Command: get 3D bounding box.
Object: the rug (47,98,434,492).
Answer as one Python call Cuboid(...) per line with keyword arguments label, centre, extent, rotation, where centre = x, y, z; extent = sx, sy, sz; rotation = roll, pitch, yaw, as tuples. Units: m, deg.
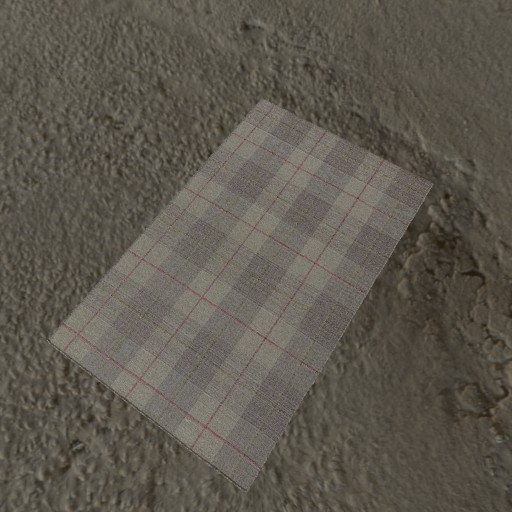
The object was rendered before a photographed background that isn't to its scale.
Cuboid(label="rug", centre=(0.000, 0.000, 3.054), extent=(1.549, 0.010, 2.464), rotation=(31, 68, 14))
